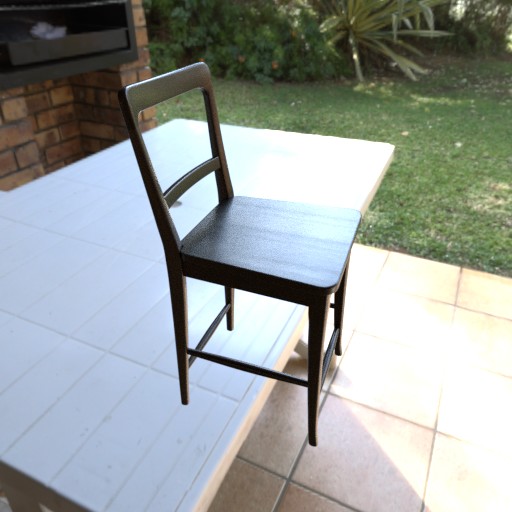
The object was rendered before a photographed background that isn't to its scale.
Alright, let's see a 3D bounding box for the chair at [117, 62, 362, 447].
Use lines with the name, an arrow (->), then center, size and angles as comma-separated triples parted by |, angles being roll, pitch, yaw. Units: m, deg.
chair -> 0.000, 0.000, 1.315 | 0.546, 0.991, 0.450 | 11, 33, 17
